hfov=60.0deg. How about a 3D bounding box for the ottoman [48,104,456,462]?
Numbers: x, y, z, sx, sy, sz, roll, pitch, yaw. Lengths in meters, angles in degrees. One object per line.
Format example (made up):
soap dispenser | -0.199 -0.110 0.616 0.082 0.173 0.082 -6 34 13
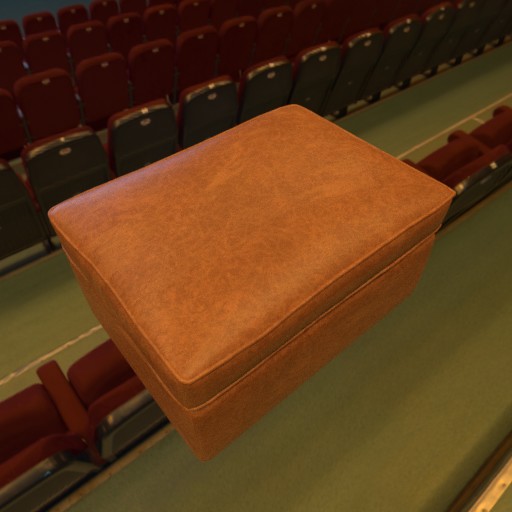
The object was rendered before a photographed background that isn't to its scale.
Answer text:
ottoman | 0.000 0.000 1.105 0.756 0.468 0.554 -31 54 -26
